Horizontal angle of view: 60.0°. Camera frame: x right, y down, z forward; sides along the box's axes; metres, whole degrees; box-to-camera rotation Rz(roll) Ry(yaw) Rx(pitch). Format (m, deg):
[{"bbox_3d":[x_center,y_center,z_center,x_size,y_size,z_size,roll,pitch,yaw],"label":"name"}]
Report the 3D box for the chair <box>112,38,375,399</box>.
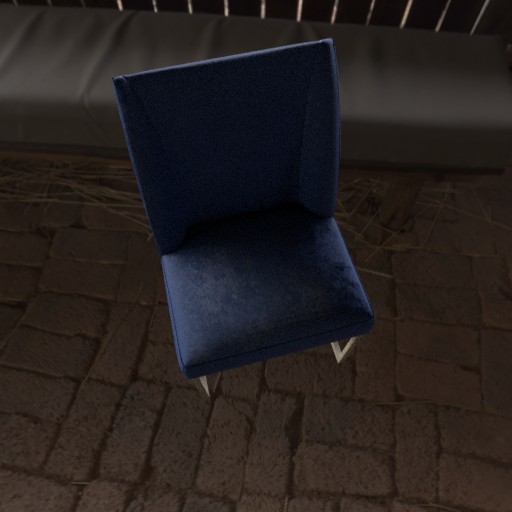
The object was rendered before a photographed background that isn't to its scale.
[{"bbox_3d":[0.000,0.000,1.180,0.508,0.863,0.522,-13,64,-7],"label":"chair"}]
